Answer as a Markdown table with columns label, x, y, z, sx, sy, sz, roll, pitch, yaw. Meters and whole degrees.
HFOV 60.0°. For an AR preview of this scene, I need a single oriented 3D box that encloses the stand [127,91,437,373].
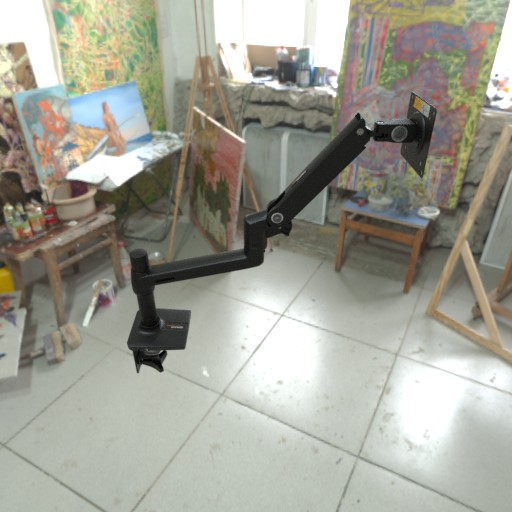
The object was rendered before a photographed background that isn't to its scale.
| label | x | y | z | sx | sy | sz | roll | pitch | yaw |
| --- | --- | --- | --- | --- | --- | --- | --- | --- | --- |
| stand | 0.000 | 0.000 | 1.046 | 0.650 | 0.713 | 0.152 | 0 | 32 | -1 |
